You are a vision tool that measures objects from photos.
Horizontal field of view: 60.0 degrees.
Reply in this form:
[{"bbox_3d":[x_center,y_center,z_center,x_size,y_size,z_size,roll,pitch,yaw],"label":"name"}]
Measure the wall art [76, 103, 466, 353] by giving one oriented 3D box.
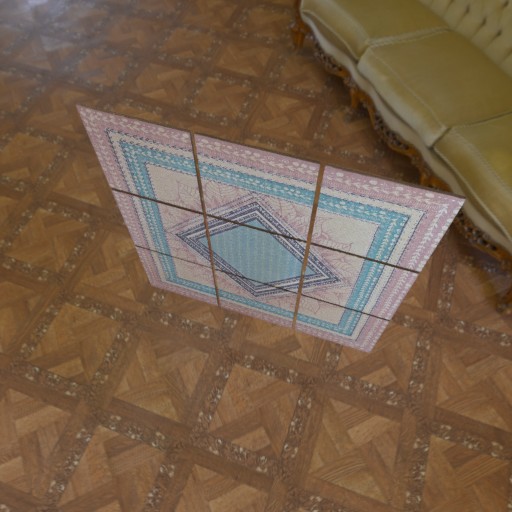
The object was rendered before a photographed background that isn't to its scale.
[{"bbox_3d":[0.000,0.000,2.301,1.527,1.525,0.014,16,59,10],"label":"wall art"}]
